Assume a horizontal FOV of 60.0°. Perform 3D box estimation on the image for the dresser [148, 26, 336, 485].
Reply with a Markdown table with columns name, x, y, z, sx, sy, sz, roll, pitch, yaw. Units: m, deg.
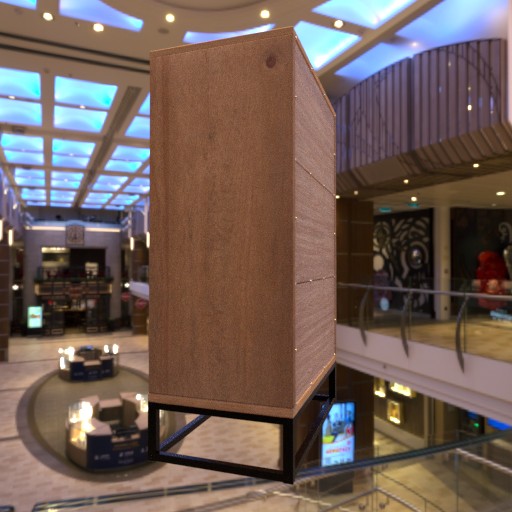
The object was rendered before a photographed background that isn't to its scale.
| name | x | y | z | sx | sy | sz | roll | pitch | yaw |
| --- | --- | --- | --- | --- | --- | --- | --- | --- | --- |
| dresser | 0.000 | 0.000 | 1.631 | 0.479 | 1.240 | 0.761 | 0 | -1 | 19 |
